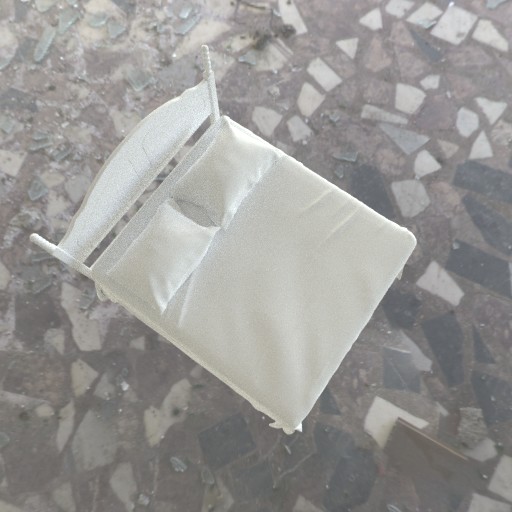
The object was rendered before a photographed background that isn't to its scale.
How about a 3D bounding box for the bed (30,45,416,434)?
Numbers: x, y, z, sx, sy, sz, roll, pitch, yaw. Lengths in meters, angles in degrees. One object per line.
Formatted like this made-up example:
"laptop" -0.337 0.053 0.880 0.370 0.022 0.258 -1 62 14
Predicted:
"bed" 0.000 0.000 3.189 2.040 1.356 1.873 35 77 9
